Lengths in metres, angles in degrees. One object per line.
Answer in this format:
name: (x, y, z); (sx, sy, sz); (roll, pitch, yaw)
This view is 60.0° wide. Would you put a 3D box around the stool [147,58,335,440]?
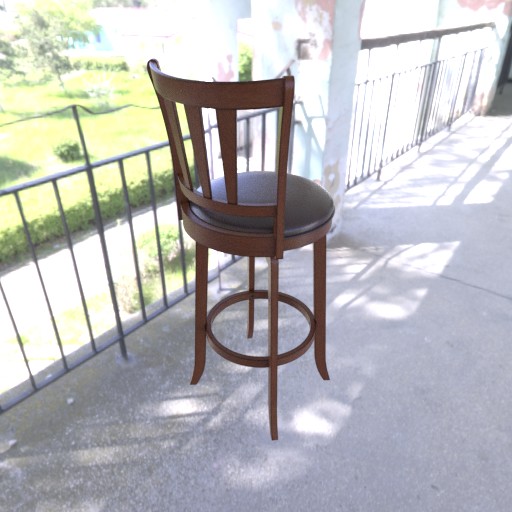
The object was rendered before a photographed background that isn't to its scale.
stool: (0.000, 0.000, 1.439); (0.464, 1.177, 0.503); (22, 37, 32)
